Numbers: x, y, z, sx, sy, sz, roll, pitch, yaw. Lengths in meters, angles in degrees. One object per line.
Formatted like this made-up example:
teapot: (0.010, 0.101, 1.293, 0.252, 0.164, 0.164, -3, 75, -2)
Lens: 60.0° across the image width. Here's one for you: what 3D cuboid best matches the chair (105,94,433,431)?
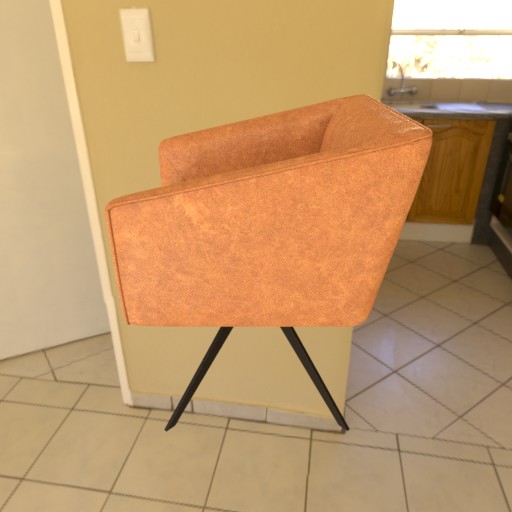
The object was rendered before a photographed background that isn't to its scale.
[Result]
chair: (0.000, 0.000, 1.187, 0.625, 0.760, 0.588, 0, 27, 0)
